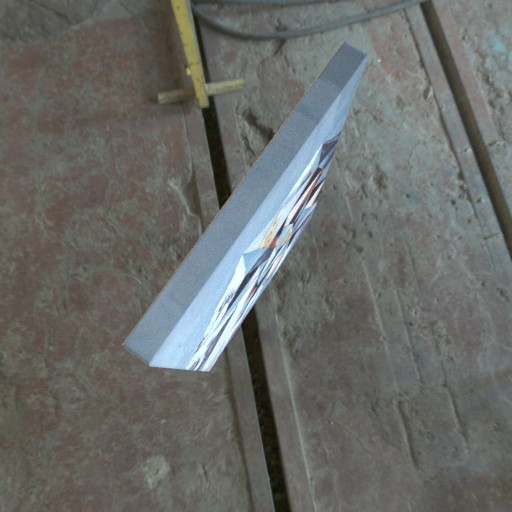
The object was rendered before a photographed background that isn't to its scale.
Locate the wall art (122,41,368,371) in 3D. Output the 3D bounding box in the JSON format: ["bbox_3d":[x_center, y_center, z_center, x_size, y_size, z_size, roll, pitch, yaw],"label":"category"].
[{"bbox_3d":[0.000,0.000,0.800,0.037,0.613,0.455,33,77,8],"label":"wall art"}]
